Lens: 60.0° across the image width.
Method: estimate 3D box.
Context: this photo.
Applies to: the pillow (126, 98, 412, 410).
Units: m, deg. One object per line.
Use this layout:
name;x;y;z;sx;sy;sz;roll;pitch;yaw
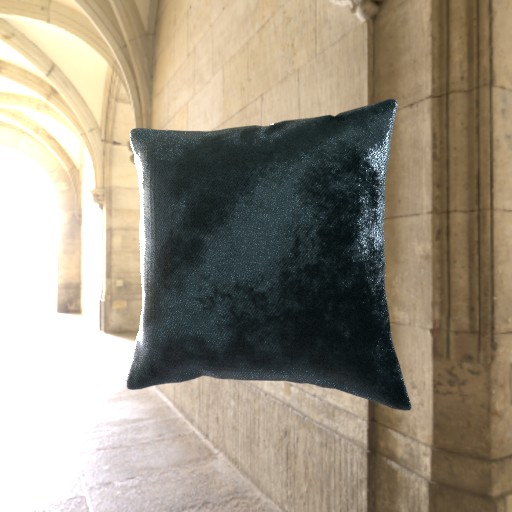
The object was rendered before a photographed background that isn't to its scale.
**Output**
pillow;0.000;0.000;0.660;0.436;0.430;0.138;0;-1;17
